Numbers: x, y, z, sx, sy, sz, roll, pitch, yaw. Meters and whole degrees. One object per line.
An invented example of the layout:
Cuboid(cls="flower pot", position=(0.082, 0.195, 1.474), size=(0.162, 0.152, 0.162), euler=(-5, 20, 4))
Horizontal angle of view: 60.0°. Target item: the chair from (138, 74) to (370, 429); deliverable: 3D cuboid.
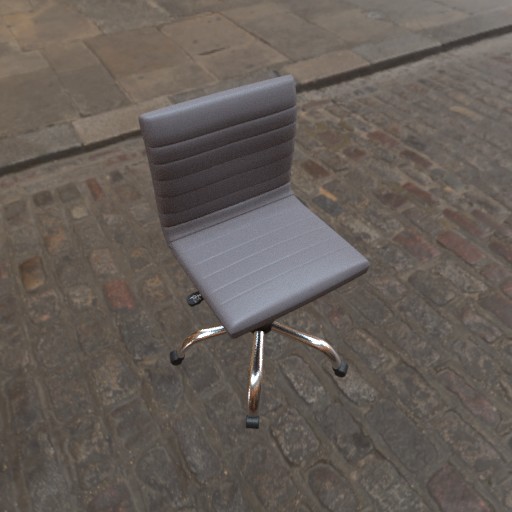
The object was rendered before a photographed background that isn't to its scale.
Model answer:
Cuboid(cls="chair", position=(0.000, 0.000, 1.175), size=(0.556, 0.780, 0.530), euler=(-23, 50, -21))
